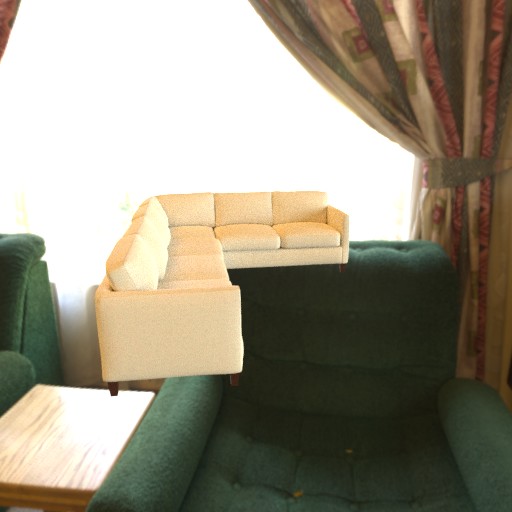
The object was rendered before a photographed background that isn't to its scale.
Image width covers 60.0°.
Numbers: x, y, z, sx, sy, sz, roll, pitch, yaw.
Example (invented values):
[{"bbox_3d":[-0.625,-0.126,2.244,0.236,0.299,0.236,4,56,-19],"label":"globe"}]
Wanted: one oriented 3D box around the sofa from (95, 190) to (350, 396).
[{"bbox_3d":[0.000,0.000,4.501,2.593,0.947,3.302,-2,16,-9],"label":"sofa"}]
